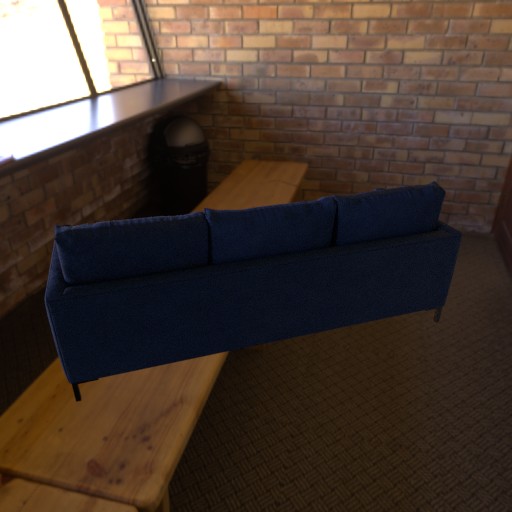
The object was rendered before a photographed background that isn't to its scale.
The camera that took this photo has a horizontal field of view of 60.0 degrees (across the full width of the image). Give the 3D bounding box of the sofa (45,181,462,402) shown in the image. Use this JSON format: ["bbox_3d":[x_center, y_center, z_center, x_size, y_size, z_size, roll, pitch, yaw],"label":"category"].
[{"bbox_3d":[0.000,0.000,2.680,2.252,0.879,0.875,-9,29,-16],"label":"sofa"}]
